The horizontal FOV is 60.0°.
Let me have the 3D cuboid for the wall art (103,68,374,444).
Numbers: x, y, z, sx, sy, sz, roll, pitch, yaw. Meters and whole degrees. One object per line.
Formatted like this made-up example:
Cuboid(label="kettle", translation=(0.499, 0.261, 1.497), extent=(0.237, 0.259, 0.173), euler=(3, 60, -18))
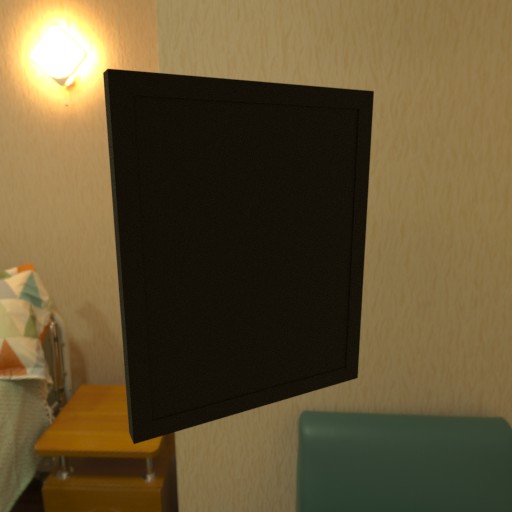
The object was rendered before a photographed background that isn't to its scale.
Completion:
Cuboid(label="wall art", translation=(0.000, 0.000, 0.760), extent=(0.457, 0.559, 0.033), euler=(-7, 15, -27))
